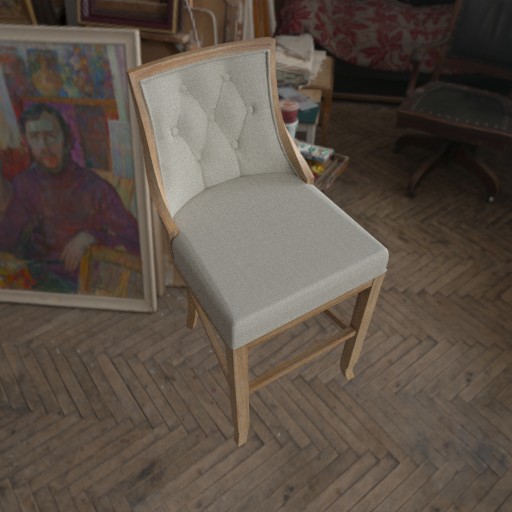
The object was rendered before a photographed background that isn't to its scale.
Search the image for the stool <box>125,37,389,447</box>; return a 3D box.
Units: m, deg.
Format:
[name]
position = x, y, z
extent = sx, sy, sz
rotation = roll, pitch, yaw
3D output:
[stool]
position = 0.000, 0.000, 1.432
extent = 0.524, 1.101, 0.626
rotation = -24, 51, -21
